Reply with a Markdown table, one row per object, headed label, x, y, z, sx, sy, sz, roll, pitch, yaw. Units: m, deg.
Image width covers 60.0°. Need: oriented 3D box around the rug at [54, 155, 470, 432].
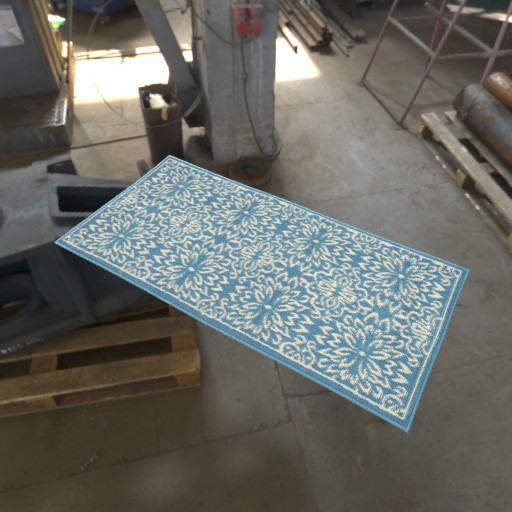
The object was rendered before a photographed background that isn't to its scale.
| label | x | y | z | sx | sy | sz | roll | pitch | yaw |
| --- | --- | --- | --- | --- | --- | --- | --- | --- | --- |
| rug | 0.000 | 0.000 | 1.444 | 1.219 | 0.007 | 0.604 | 24 | 51 | 21 |
